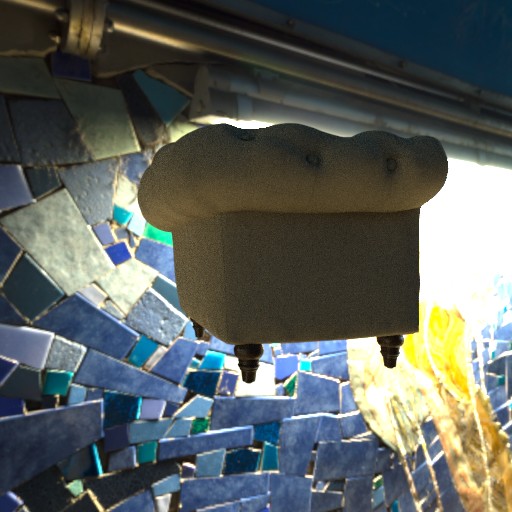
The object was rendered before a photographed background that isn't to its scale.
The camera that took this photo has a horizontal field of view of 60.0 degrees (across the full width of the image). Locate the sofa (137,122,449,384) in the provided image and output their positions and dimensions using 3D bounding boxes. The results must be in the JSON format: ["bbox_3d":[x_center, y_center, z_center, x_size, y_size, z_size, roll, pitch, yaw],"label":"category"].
[{"bbox_3d":[0.000,0.000,2.018,1.034,0.878,1.405,0,0,-18],"label":"sofa"}]
